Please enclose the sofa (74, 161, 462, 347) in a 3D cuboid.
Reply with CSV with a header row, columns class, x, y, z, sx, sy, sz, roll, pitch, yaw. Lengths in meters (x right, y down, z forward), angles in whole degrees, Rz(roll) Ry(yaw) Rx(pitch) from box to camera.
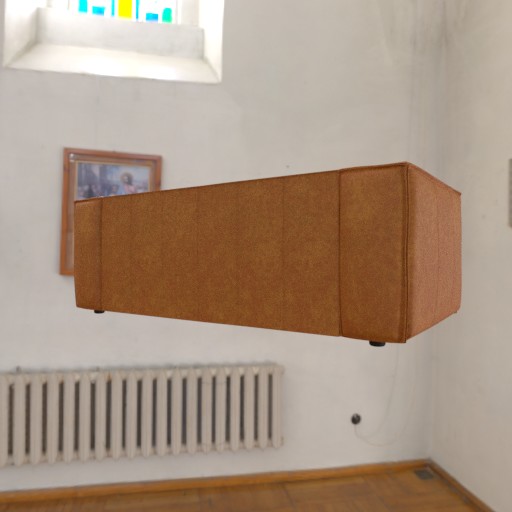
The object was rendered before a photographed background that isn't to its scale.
class,x,y,z,sx,sy,sz,roll,pitch,yaw
sofa,0.000,0.000,2.588,2.088,0.703,1.102,0,0,34
